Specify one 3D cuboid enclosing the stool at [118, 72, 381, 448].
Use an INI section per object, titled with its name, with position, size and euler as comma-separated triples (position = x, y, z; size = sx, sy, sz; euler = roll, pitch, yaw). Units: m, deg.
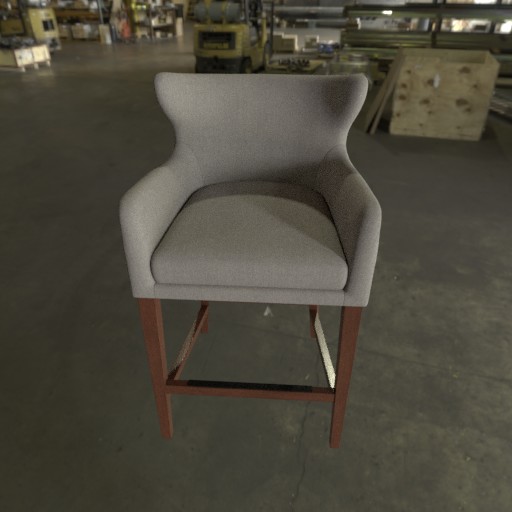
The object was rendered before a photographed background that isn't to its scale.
[stool]
position = 0.000, 0.000, 1.296
size = 0.575, 0.951, 0.575
euler = 2, 32, 3
